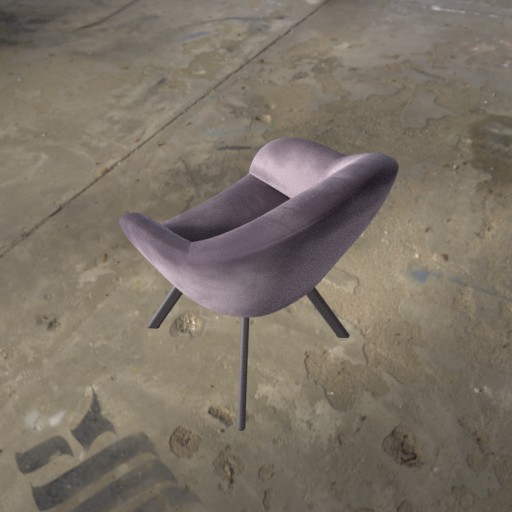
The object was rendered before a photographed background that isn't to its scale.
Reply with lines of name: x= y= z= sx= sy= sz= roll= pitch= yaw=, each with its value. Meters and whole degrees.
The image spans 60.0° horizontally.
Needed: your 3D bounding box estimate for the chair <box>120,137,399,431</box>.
chair: x=0.000 y=0.000 z=1.203 sx=0.550 sy=0.795 sz=0.590 roll=-33 pitch=54 yaw=-28
